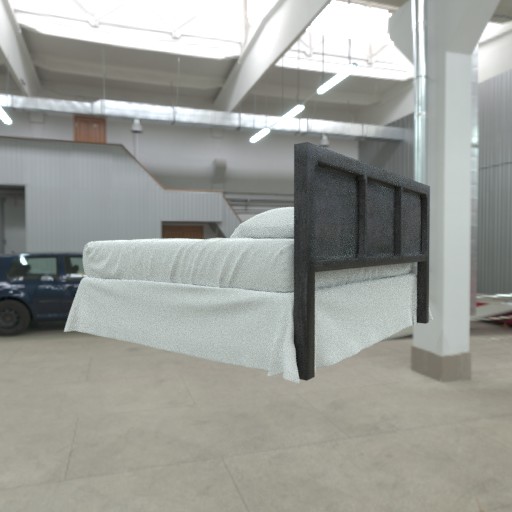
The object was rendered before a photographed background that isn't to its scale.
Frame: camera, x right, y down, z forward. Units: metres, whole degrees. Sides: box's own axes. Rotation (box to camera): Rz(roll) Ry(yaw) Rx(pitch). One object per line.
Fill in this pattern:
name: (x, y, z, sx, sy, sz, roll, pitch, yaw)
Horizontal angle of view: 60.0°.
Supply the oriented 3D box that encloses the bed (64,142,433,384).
bed: (0.000, 0.000, 3.561, 2.165, 1.158, 2.255, 1, 2, 37)
